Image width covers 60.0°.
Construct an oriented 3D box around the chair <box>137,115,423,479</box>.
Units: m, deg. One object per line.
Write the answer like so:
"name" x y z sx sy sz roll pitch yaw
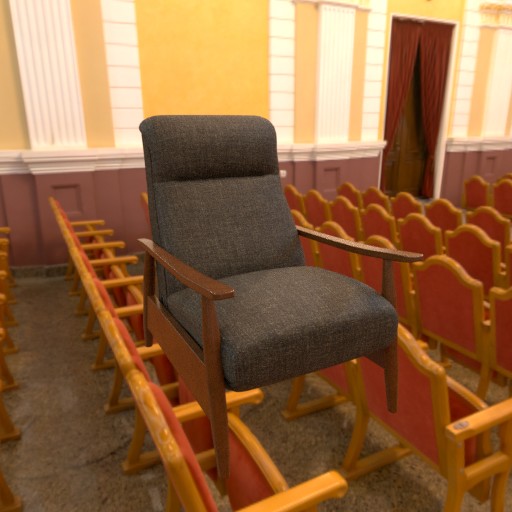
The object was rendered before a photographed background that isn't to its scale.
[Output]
"chair" 0.000 0.000 1.776 0.762 1.082 1.014 -9 19 -26
